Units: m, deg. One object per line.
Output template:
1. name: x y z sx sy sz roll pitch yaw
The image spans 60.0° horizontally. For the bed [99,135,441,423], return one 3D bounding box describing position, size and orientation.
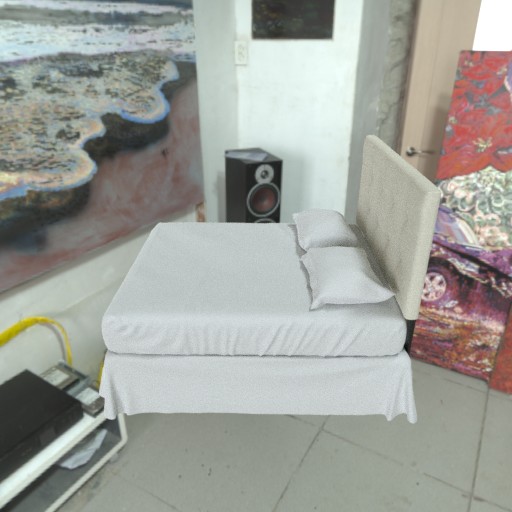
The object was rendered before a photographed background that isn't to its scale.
1. bed: 0.000 0.000 3.475 2.222 1.577 1.936 0 26 1
